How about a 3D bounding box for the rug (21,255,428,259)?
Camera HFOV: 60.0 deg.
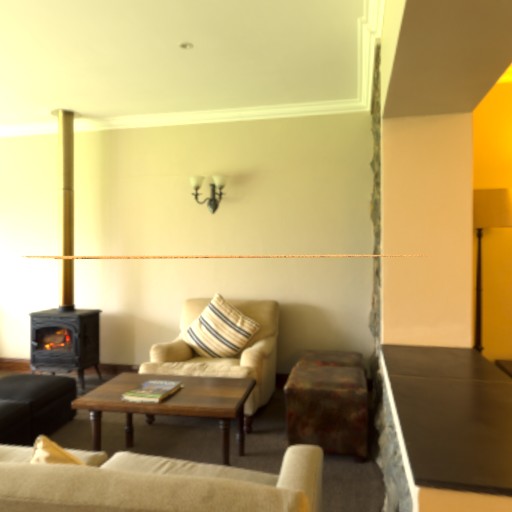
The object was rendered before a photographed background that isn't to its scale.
[{"bbox_3d":[0.000,0.000,2.696,2.443,0.009,0.771,0,1,-37],"label":"rug"}]
